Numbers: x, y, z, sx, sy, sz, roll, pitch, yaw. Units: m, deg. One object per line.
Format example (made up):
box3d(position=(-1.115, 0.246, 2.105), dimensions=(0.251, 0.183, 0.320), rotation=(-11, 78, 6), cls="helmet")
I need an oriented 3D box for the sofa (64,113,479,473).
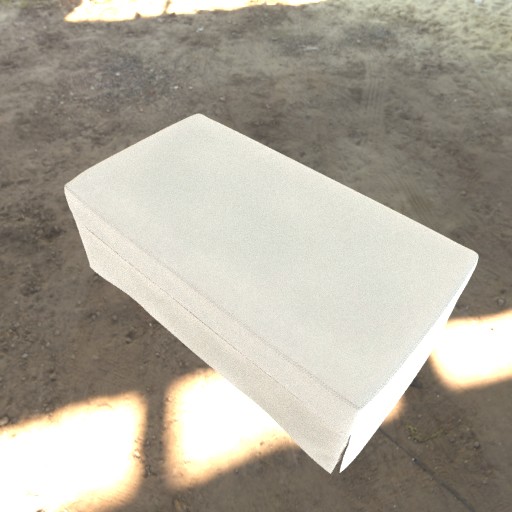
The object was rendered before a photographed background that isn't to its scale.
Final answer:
box3d(position=(0.000, 0.000, 2.072), dimensions=(1.677, 0.552, 0.939), rotation=(33, 56, 27), cls="sofa")
